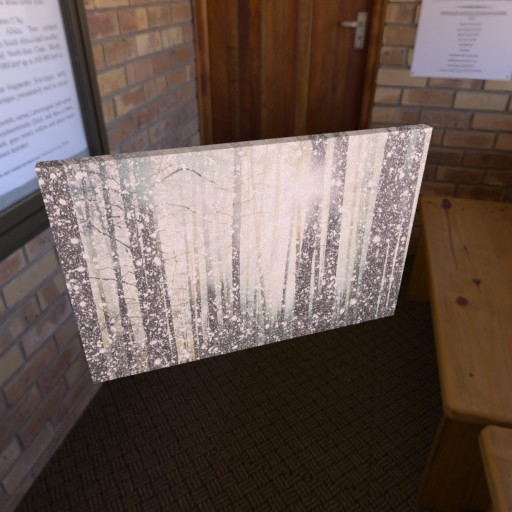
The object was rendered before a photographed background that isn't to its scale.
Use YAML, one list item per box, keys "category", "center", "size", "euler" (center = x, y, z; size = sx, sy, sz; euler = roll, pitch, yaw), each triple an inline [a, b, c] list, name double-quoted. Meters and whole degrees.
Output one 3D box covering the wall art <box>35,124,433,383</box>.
- category: "wall art"
  center: [0.000, 0.000, 1.157]
  size: [0.919, 0.598, 0.038]
  euler: [-10, 33, -15]
